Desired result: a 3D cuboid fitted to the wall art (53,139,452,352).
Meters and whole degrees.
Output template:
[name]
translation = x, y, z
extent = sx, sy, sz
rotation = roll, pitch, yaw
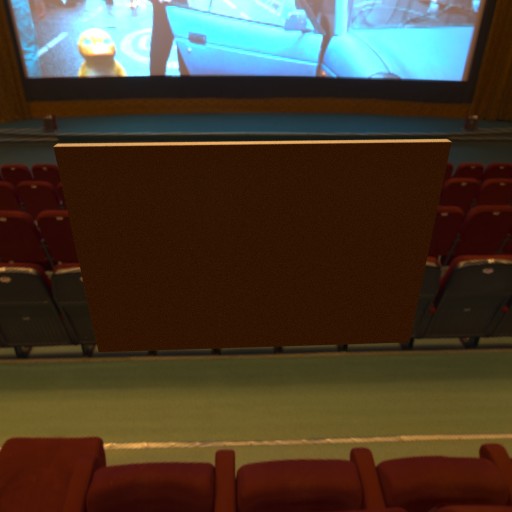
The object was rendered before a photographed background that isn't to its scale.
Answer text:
[wall art]
translation = 0.000, 0.000, 1.194
extent = 0.932, 0.610, 0.027
rotation = -1, 29, -2
